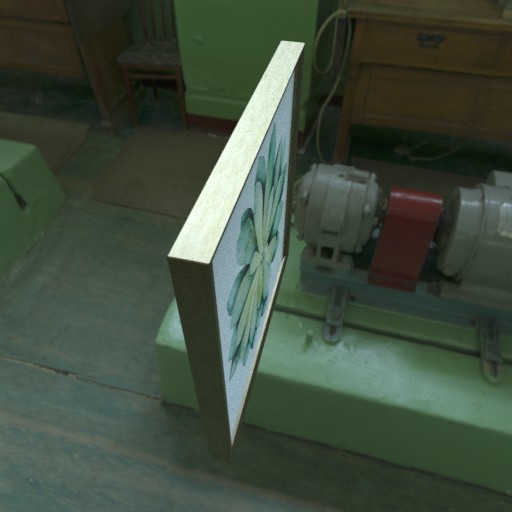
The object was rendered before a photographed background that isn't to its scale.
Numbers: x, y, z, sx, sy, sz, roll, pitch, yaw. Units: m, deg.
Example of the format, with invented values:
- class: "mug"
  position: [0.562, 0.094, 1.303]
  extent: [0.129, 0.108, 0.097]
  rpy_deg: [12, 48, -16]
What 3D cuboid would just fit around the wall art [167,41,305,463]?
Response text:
- class: "wall art"
  position: [0.000, 0.000, 0.743]
  extent: [0.040, 0.506, 0.503]
  rpy_deg: [10, 48, 10]
